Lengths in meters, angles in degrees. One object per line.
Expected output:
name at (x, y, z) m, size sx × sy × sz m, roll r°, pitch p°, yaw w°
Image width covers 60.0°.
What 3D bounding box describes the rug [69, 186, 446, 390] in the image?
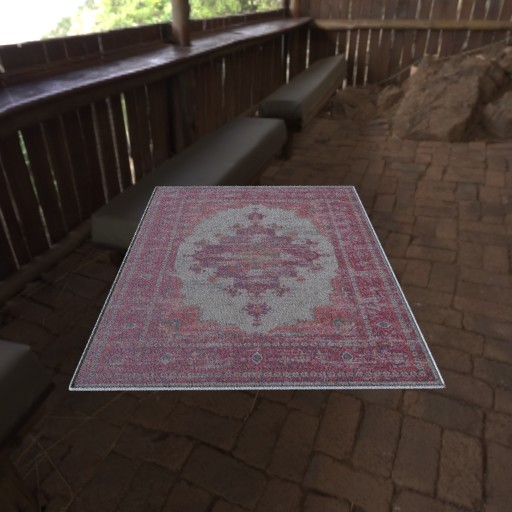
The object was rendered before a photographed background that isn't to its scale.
rug at (0.000, 0.000, 4.162) m, size 2.447 × 0.017 × 3.123 m, roll 0°, pitch 33°, yaw 0°
